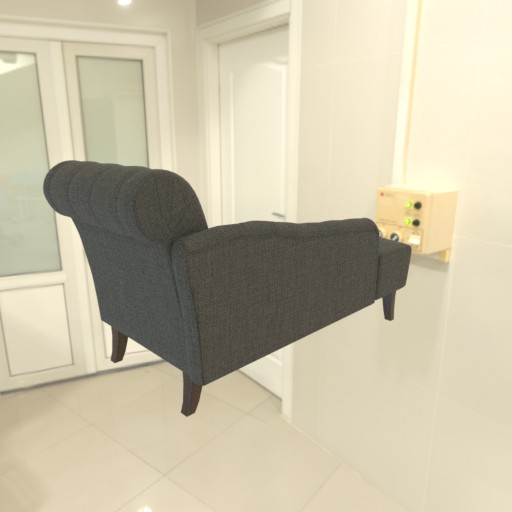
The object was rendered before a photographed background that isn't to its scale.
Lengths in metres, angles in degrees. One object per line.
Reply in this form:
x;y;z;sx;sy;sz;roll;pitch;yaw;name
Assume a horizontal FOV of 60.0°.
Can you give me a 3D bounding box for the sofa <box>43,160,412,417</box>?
0.000;0.000;1.795;1.379;0.787;0.675;-15;21;-42;sofa
